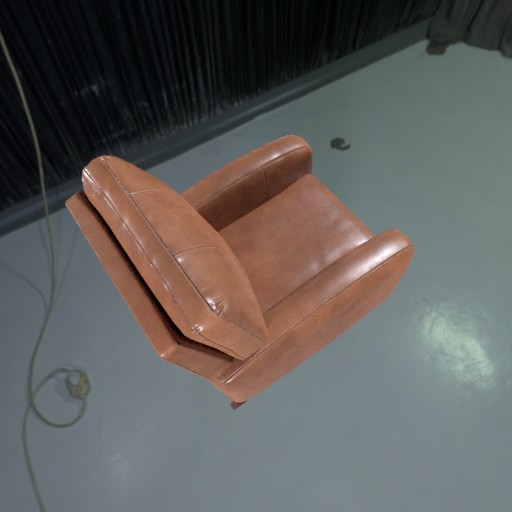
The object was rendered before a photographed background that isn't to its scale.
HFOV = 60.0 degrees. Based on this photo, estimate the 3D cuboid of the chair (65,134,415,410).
[{"bbox_3d":[0.000,0.000,1.689,0.990,0.990,0.762,-31,64,-17],"label":"chair"}]
